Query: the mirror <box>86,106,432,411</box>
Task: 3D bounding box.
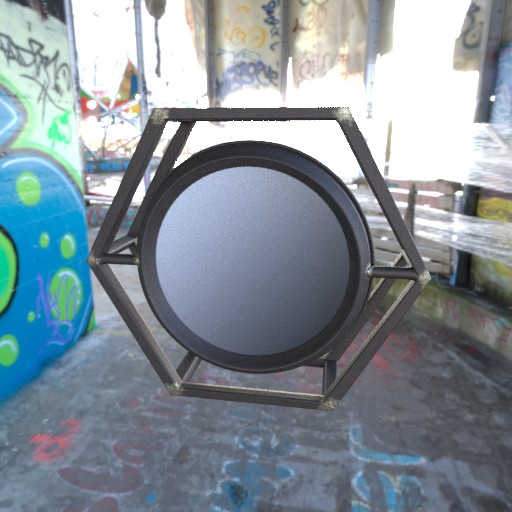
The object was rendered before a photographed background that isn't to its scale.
[{"bbox_3d":[0.000,0.000,0.532,0.380,0.334,0.119,3,16,9],"label":"mirror"}]
